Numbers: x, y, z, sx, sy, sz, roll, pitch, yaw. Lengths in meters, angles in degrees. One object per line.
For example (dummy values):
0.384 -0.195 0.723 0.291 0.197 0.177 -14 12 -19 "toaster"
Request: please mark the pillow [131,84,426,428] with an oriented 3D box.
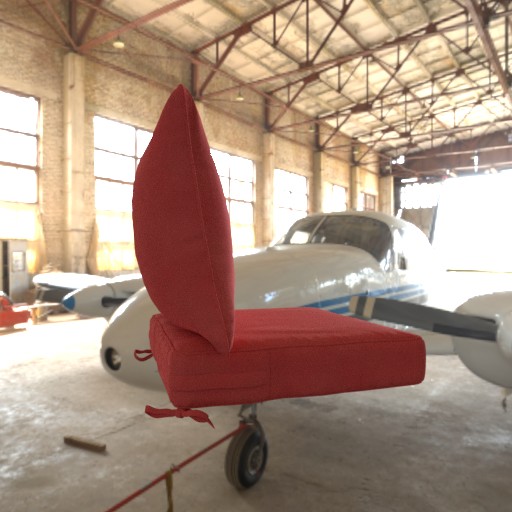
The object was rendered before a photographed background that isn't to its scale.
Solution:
0.000 0.000 1.355 0.733 0.725 0.798 0 0 -18 "pillow"
